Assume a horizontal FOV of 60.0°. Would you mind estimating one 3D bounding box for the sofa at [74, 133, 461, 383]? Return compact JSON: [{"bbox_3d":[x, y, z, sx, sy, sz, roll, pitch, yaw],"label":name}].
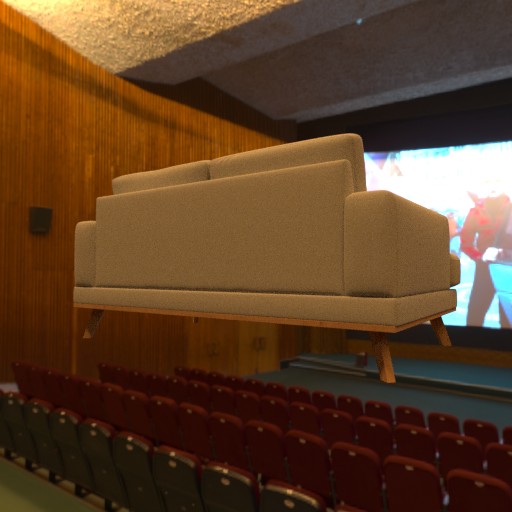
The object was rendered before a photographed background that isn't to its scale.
[{"bbox_3d":[0.000,0.000,2.109,1.651,0.810,0.915,-1,-2,35],"label":"sofa"}]
